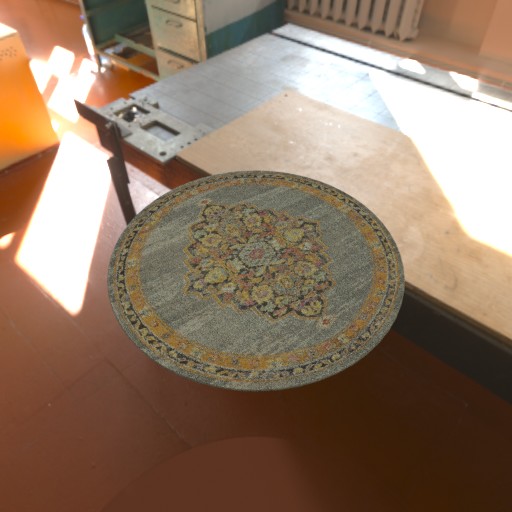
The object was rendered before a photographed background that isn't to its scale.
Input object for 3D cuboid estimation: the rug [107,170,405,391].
[{"bbox_3d":[0.000,0.000,2.444,1.598,0.010,1.598,0,46,0],"label":"rug"}]
